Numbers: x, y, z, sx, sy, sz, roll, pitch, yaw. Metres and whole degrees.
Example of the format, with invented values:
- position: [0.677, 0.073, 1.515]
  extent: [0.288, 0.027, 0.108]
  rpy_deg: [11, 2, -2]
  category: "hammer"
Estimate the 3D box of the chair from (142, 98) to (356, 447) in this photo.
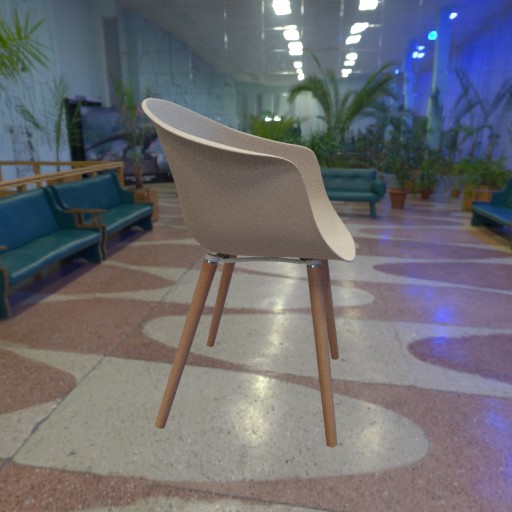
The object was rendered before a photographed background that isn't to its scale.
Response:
- position: [0.000, 0.000, 1.158]
  extent: [0.504, 0.781, 0.593]
  rpy_deg: [3, 16, 10]
  category: "chair"
